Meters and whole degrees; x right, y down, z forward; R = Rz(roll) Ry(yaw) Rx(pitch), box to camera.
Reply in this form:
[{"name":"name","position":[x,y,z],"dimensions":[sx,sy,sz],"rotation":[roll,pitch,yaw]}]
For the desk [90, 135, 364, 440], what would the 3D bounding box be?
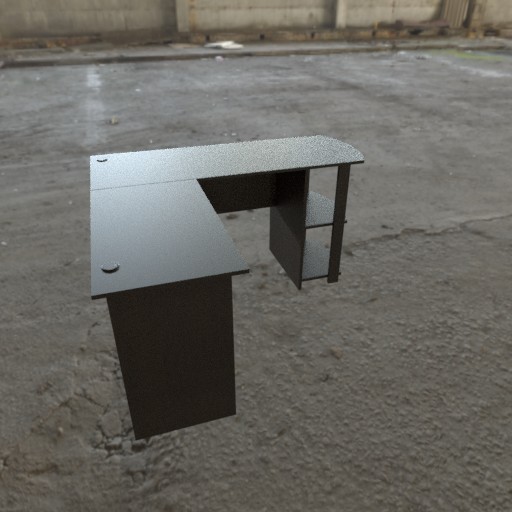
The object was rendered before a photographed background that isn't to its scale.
[{"name":"desk","position":[0.000,0.000,2.093],"dimensions":[1.361,0.716,1.303],"rotation":[-9,31,-16]}]
